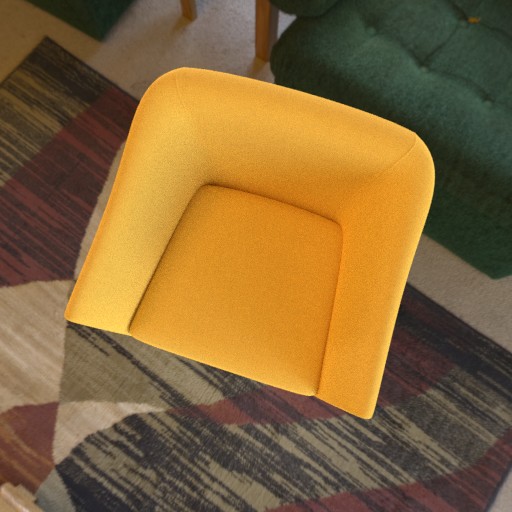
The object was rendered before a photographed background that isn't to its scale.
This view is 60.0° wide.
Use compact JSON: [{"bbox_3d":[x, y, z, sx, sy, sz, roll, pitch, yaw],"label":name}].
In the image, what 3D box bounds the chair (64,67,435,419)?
[{"bbox_3d":[0.000,0.000,1.343,0.790,0.720,0.700,17,78,4],"label":"chair"}]
